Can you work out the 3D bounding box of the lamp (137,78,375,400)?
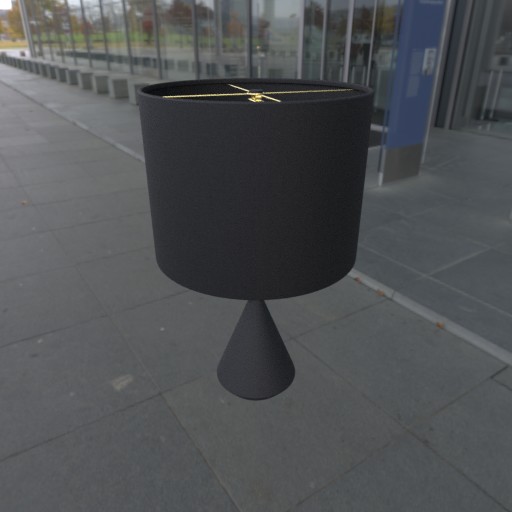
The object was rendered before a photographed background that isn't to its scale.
[{"bbox_3d":[0.000,0.000,0.817,0.359,0.584,0.359,-9,27,-17],"label":"lamp"}]
